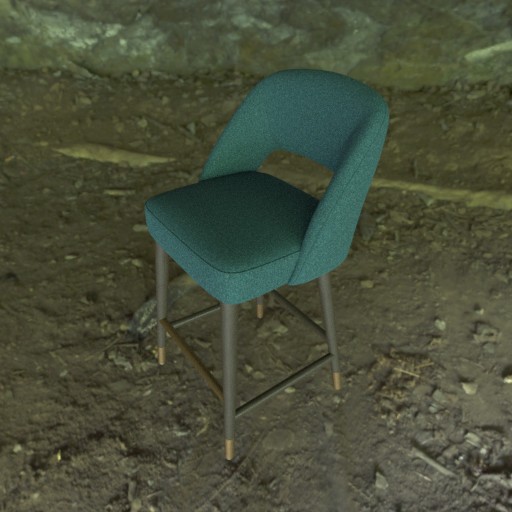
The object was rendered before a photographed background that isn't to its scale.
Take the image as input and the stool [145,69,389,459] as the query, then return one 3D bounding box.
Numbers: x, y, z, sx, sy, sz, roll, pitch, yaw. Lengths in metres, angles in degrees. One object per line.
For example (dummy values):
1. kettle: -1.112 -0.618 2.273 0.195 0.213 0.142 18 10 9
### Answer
1. stool: 0.000 0.000 1.269 0.522 0.939 0.536 -21 39 -29
